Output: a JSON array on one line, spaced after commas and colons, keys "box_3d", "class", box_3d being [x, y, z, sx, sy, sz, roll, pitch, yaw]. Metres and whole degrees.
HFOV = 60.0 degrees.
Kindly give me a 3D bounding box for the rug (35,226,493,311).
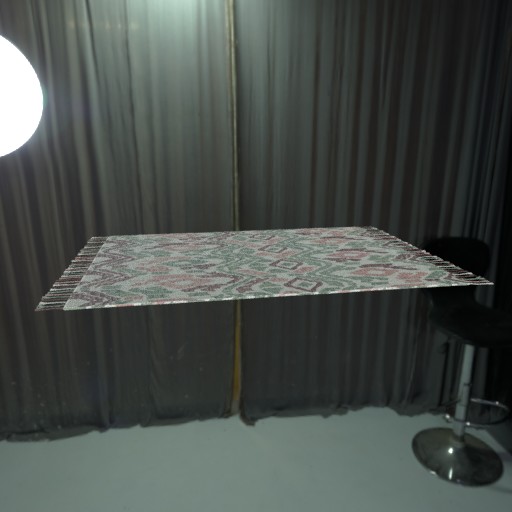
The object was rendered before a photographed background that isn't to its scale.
[{"box_3d": [0.000, 0.000, 2.285, 1.829, 0.010, 1.219, -3, 16, -10], "class": "rug"}]
